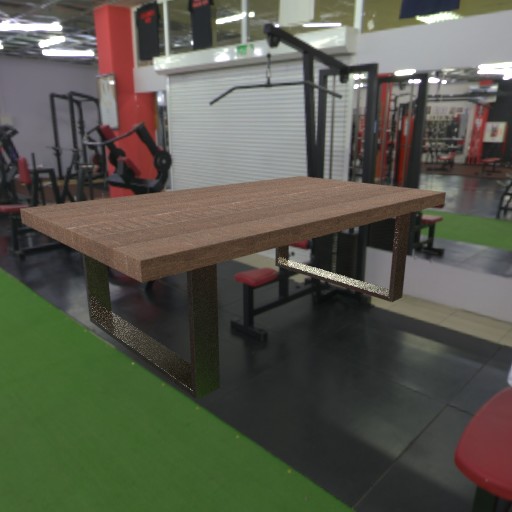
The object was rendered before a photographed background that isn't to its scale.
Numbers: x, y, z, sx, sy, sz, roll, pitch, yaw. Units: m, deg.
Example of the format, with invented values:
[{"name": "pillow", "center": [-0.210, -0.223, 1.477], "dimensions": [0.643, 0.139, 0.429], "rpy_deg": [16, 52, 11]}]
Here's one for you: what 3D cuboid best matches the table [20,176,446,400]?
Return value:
[{"name": "table", "center": [0.000, 0.000, 1.713], "dimensions": [1.400, 0.440, 0.800], "rpy_deg": [-15, 22, -41]}]
